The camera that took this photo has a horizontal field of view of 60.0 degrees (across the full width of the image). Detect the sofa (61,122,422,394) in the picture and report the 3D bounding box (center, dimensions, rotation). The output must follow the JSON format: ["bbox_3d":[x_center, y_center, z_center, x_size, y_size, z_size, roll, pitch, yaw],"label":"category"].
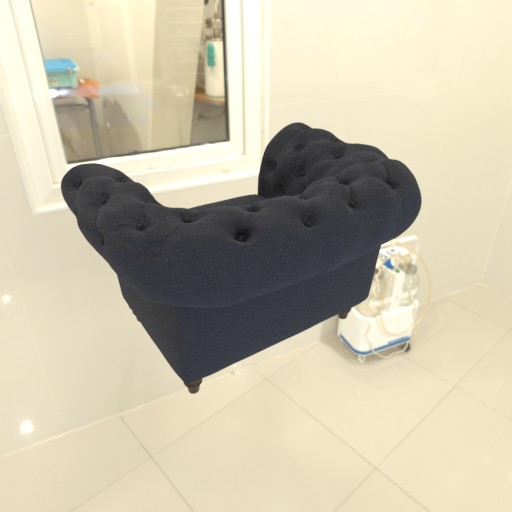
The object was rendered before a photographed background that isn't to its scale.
[{"bbox_3d":[0.000,0.000,2.022,1.405,0.878,1.032,-19,36,-29],"label":"sofa"}]
